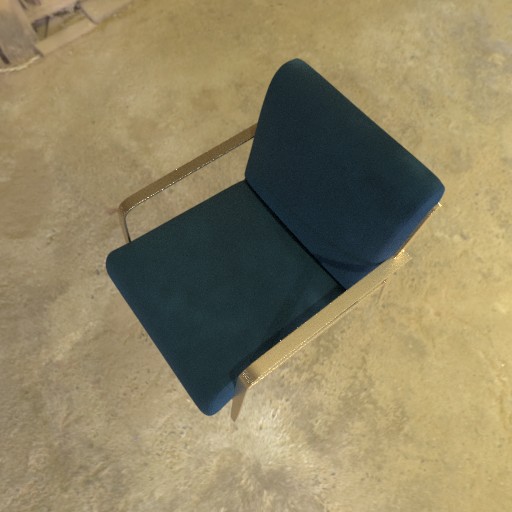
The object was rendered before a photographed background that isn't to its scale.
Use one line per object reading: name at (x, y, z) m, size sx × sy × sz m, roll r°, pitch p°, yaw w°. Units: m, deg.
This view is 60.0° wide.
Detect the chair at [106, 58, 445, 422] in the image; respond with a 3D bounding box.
chair at (0.000, 0.000, 1.484) m, size 0.859 × 0.831 × 0.692 m, roll -34°, pitch 69°, yaw -15°
